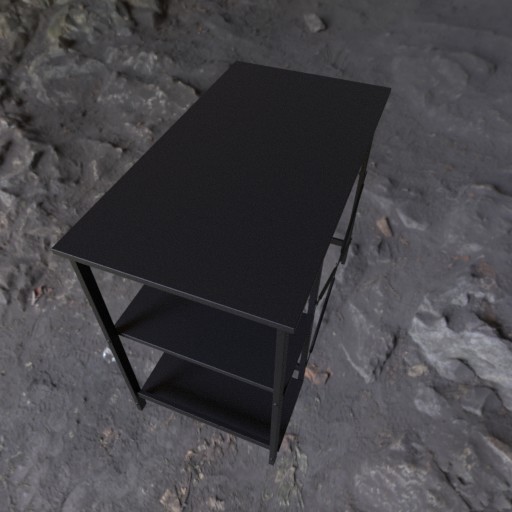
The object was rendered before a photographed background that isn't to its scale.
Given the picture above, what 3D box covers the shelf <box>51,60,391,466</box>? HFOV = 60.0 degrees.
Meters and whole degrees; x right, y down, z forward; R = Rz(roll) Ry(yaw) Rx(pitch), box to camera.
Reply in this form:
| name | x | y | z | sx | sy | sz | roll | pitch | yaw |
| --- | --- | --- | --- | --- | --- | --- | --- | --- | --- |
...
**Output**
| name | x | y | z | sx | sy | sz | roll | pitch | yaw |
| --- | --- | --- | --- | --- | --- | --- | --- | --- | --- |
| shelf | 0.000 | 0.000 | 1.356 | 0.498 | 0.749 | 0.902 | 16 | 49 | 15 |
